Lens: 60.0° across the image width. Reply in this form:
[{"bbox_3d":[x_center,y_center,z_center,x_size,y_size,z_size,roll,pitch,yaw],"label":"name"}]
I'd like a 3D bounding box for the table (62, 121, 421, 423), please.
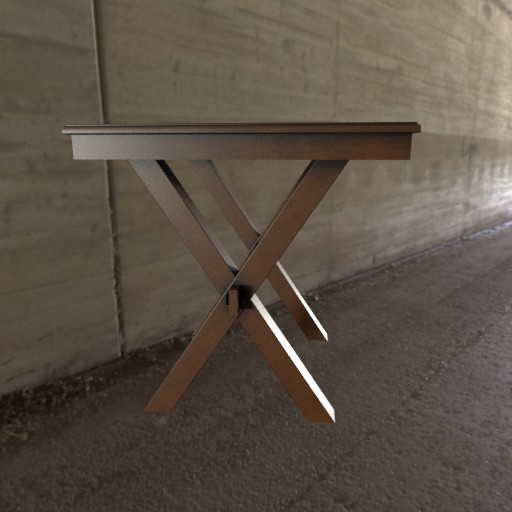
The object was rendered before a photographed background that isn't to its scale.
[{"bbox_3d":[0.000,0.000,1.037,0.560,0.562,0.602,2,13,7],"label":"table"}]
